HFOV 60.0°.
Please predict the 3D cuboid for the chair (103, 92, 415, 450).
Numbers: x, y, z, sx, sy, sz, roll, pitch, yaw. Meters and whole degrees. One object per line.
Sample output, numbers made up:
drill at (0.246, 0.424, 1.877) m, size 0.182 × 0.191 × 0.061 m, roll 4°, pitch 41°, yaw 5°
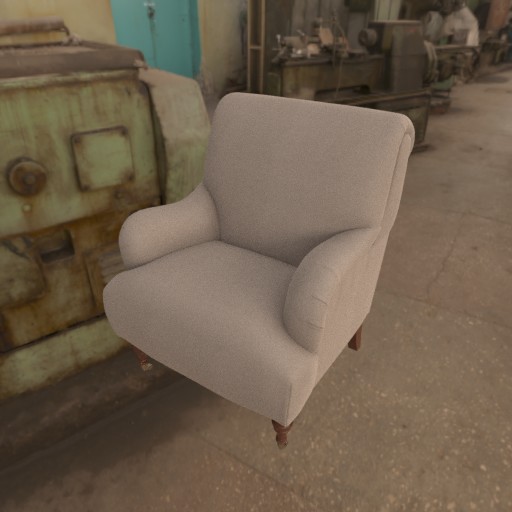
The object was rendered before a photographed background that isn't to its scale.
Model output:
chair at (0.000, 0.000, 1.550) m, size 0.766 × 0.942 × 0.842 m, roll 19°, pitch 35°, yaw 29°
